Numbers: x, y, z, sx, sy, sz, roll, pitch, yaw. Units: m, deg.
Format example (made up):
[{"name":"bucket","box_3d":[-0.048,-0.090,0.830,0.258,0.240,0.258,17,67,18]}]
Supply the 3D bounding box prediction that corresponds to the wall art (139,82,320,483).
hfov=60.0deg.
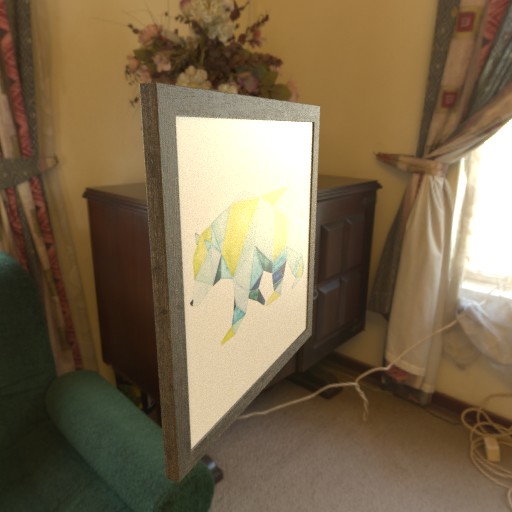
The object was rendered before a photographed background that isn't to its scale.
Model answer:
[{"name":"wall art","box_3d":[0.000,0.000,0.683,0.027,0.459,0.462,8,18,26]}]
